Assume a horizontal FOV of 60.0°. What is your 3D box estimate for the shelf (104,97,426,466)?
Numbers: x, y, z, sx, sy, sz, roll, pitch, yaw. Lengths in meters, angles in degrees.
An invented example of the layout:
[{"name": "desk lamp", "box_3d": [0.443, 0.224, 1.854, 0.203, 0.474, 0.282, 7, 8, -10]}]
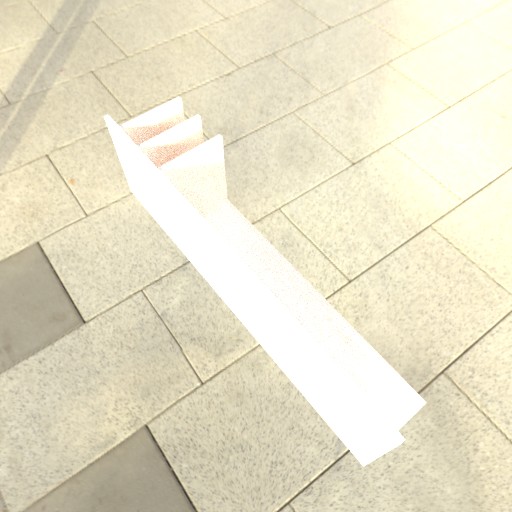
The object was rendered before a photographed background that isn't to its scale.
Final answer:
[{"name": "shelf", "box_3d": [0.000, 0.000, 1.107, 0.200, 0.300, 1.020, -34, 64, -19]}]
